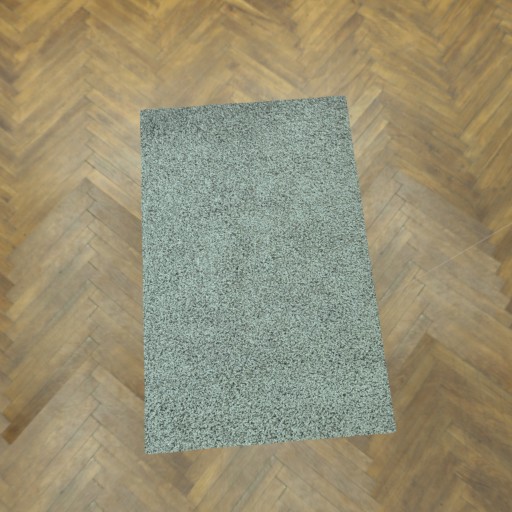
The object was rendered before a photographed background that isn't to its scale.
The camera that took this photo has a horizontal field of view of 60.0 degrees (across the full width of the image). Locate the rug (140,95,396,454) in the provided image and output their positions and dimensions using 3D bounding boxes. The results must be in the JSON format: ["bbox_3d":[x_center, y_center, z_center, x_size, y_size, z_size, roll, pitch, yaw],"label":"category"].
[{"bbox_3d":[0.000,0.000,3.473,1.778,0.030,2.743,-4,75,-1],"label":"rug"}]
